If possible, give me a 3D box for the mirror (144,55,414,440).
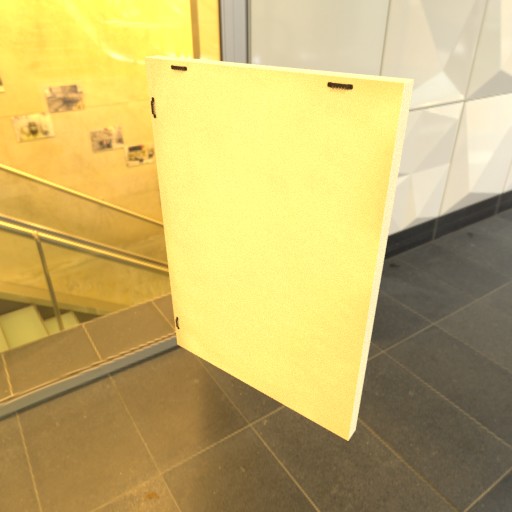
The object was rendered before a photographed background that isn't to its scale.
[{"bbox_3d":[0.000,0.000,0.897,0.507,0.710,0.040,20,36,31],"label":"mirror"}]
